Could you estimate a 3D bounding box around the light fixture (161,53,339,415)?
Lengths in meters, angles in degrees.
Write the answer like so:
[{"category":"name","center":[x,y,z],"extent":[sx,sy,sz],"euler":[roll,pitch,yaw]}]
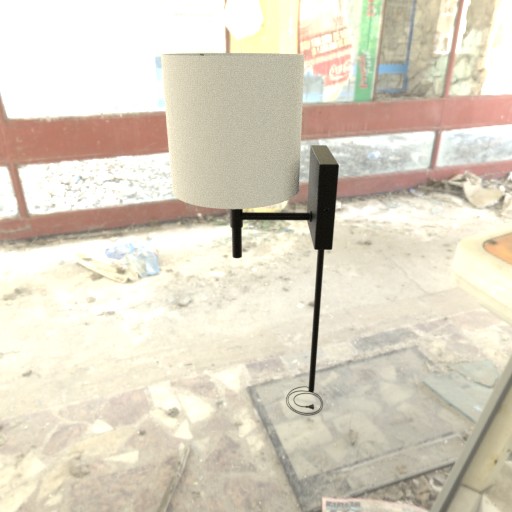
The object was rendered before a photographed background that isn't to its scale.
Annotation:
[{"category":"light fixture","center":[0.000,0.000,0.711],"extent":[0.248,0.589,0.188],"euler":[0,26,1]}]
